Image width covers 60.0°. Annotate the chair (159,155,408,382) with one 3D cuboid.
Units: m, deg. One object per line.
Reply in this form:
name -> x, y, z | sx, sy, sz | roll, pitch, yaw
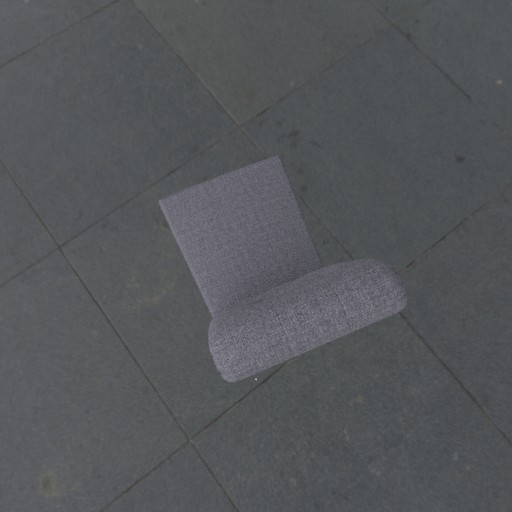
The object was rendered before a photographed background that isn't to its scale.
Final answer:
chair -> 0.000, 0.000, 1.398 | 0.456, 1.006, 0.671 | -22, 76, -6
